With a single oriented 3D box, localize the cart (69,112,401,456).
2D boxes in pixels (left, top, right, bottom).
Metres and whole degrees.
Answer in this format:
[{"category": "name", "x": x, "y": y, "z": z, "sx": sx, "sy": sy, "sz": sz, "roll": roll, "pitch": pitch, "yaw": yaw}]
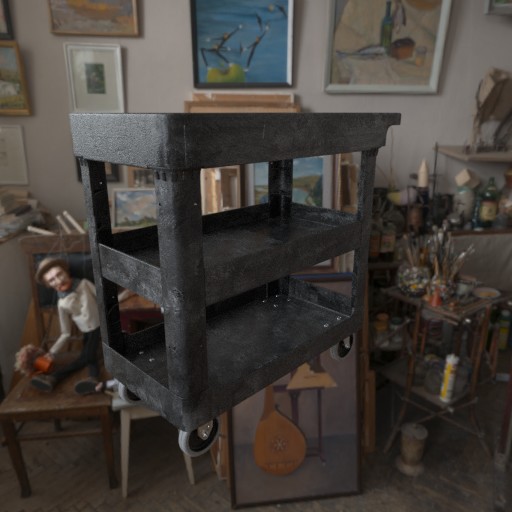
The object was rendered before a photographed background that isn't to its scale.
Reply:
[{"category": "cart", "x": 0.000, "y": 0.000, "z": 1.340, "sx": 0.420, "sy": 0.824, "sz": 0.877, "roll": 17, "pitch": 25, "yaw": 42}]
